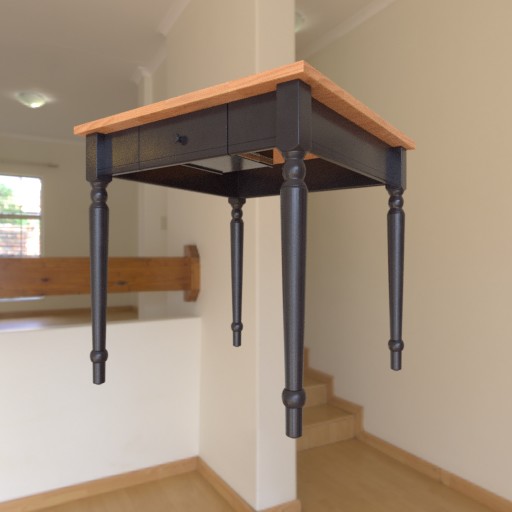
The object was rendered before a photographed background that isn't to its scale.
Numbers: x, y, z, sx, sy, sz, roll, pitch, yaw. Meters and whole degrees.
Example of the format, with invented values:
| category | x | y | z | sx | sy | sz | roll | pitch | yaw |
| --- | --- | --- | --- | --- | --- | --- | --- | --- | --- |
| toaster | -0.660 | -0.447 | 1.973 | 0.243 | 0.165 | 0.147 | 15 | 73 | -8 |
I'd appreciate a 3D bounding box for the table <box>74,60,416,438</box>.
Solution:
| category | x | y | z | sx | sy | sz | roll | pitch | yaw |
| --- | --- | --- | --- | --- | --- | --- | --- | --- | --- |
| table | 0.000 | 0.000 | 1.354 | 0.747 | 0.738 | 0.747 | 0 | 0 | 35 |
